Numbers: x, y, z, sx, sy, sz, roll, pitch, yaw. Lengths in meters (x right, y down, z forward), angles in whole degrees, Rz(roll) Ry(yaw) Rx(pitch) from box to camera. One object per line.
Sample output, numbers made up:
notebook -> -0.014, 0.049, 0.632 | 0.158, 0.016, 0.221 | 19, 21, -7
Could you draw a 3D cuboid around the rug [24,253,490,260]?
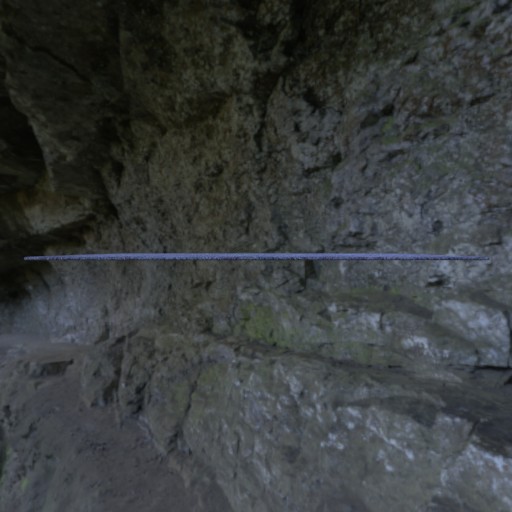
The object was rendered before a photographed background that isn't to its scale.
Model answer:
rug -> 0.000, 0.000, 2.222 | 1.752, 0.013, 1.158 | 0, 1, -1
